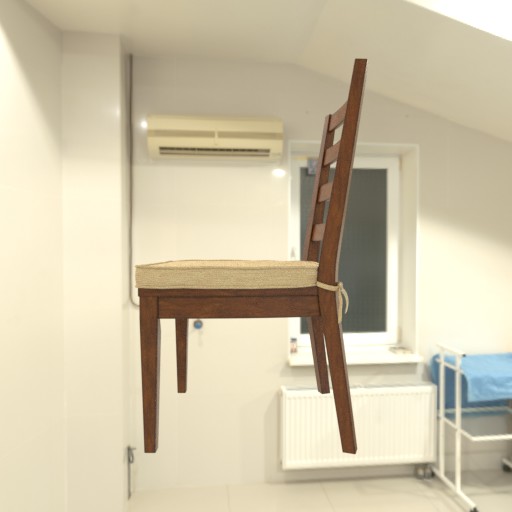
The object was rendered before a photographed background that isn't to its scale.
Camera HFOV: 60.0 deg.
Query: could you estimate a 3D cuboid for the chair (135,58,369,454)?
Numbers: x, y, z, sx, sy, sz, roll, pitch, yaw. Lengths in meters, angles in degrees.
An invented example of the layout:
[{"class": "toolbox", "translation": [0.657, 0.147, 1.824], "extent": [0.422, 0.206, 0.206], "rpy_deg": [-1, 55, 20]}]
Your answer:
[{"class": "chair", "translation": [0.000, 0.000, 1.339], "extent": [0.595, 0.979, 0.593], "rpy_deg": [0, 1, 0]}]
